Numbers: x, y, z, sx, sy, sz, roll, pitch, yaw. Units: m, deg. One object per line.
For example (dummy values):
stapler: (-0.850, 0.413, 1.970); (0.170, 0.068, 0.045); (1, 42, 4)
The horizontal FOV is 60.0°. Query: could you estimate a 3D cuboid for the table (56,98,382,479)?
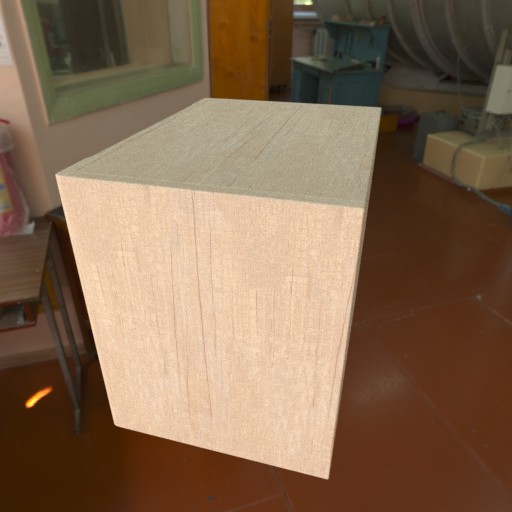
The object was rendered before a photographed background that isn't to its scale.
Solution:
table: (0.000, 0.000, 0.923); (0.420, 0.510, 0.570); (8, 31, 14)
